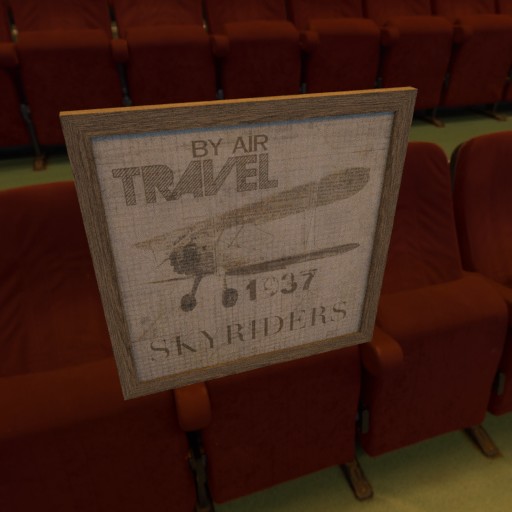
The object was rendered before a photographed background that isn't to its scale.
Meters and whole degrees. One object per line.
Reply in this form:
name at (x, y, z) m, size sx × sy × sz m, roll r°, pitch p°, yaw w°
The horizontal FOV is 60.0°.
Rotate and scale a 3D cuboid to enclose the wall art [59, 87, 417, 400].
wall art at (0.000, 0.000, 0.745) m, size 0.508 × 0.508 × 0.019 m, roll -10°, pitch 33°, yaw -15°
